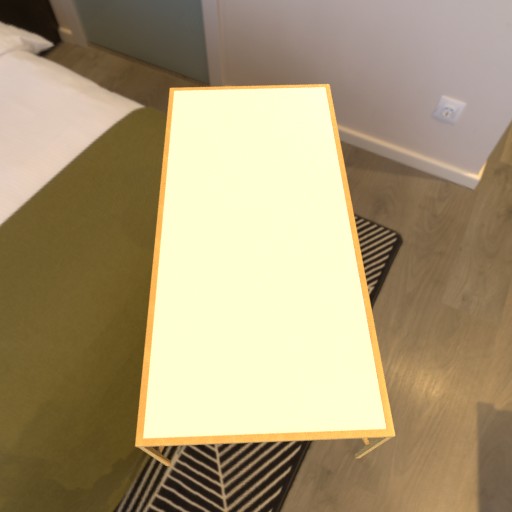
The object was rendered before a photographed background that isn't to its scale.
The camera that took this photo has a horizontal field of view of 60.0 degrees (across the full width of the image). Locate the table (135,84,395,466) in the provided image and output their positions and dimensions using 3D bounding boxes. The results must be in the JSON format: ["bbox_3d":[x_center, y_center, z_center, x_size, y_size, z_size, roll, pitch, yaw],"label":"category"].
[{"bbox_3d":[0.000,0.000,1.470,0.580,0.398,1.206,-2,59,-1],"label":"table"}]
